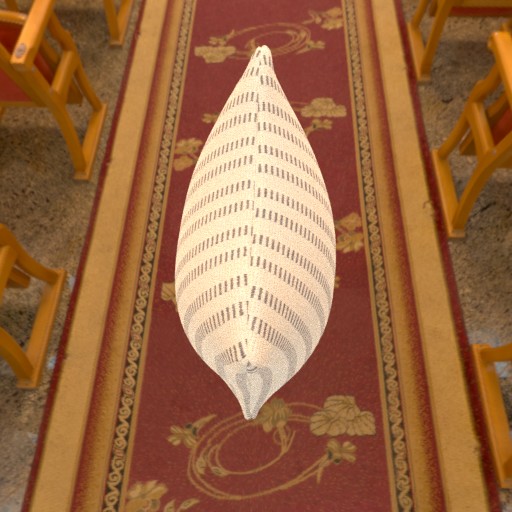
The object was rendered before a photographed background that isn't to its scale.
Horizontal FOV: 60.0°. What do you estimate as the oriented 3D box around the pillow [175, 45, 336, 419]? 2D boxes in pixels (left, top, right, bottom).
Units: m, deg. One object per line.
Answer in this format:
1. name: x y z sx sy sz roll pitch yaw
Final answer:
1. pillow: 0.000 0.000 0.686 0.247 0.419 0.438 2 64 1
